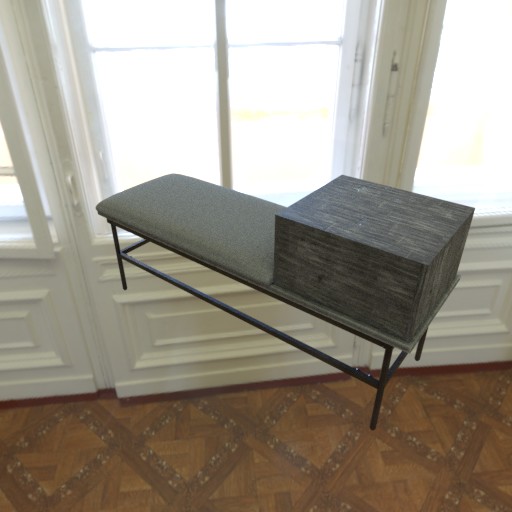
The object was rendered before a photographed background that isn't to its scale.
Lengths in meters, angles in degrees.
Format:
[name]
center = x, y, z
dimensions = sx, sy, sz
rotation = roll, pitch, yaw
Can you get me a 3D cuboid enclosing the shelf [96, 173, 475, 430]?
[shelf]
center = 0.000, 0.000, 1.676
dimensions = 1.342, 0.633, 0.457
rotation = 22, 38, 32
